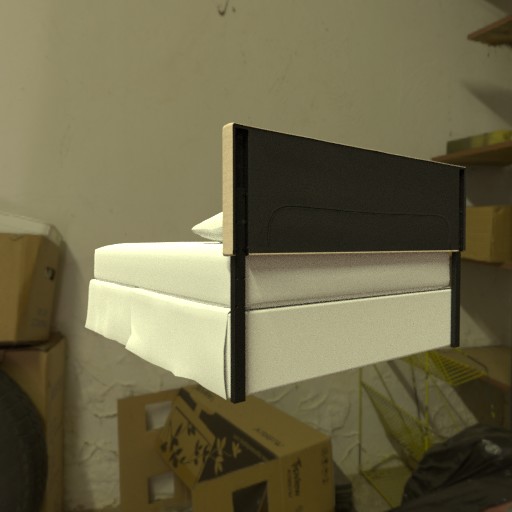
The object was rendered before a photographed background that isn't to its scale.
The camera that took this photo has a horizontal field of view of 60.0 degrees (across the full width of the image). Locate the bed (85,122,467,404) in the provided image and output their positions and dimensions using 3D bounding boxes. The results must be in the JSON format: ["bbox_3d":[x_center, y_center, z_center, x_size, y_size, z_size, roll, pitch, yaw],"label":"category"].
[{"bbox_3d":[0.000,0.000,2.799,1.616,1.016,1.876,-1,2,-36],"label":"bed"}]
